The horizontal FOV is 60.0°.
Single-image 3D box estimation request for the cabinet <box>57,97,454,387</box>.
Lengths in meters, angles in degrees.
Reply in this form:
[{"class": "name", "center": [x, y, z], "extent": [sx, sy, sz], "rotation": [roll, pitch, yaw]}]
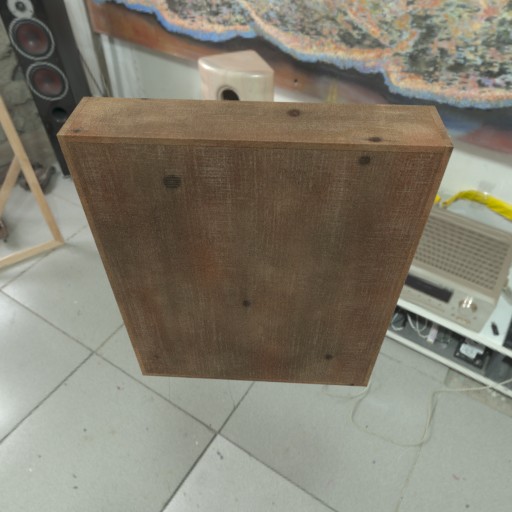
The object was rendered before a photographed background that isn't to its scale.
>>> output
[{"class": "cabinet", "center": [0.000, 0.000, 0.818], "extent": [0.489, 0.590, 0.184], "rotation": [2, 46, 2]}]
